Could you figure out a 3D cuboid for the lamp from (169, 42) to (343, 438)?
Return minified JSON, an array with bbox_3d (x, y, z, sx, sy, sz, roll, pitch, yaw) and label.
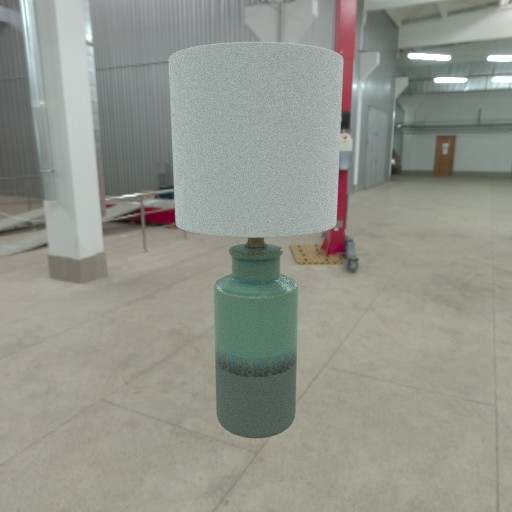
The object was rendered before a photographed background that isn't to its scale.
[{"bbox_3d":[0.000,0.000,0.605,0.212,0.493,0.212,-2,14,-8],"label":"lamp"}]
